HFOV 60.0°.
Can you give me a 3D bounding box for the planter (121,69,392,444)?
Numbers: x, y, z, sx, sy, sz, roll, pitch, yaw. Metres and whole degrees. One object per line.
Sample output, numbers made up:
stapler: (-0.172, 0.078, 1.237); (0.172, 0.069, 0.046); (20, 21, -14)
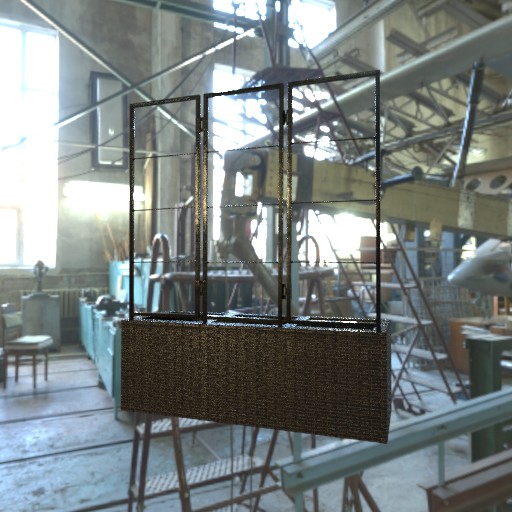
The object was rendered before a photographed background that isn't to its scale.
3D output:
planter: (0.000, 0.000, 1.212); (0.699, 0.841, 0.244); (0, -1, 19)
